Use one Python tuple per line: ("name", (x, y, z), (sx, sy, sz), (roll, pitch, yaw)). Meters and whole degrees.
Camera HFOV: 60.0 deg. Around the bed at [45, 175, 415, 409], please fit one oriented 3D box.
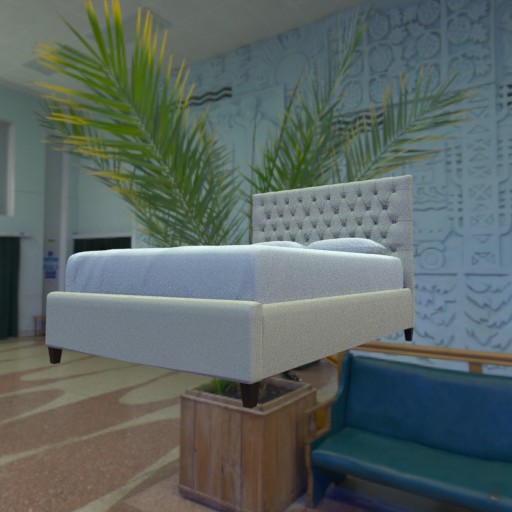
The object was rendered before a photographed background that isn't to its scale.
("bed", (0.000, 0.000, 3.370), (1.698, 1.427, 2.387), (-1, -2, 36))
